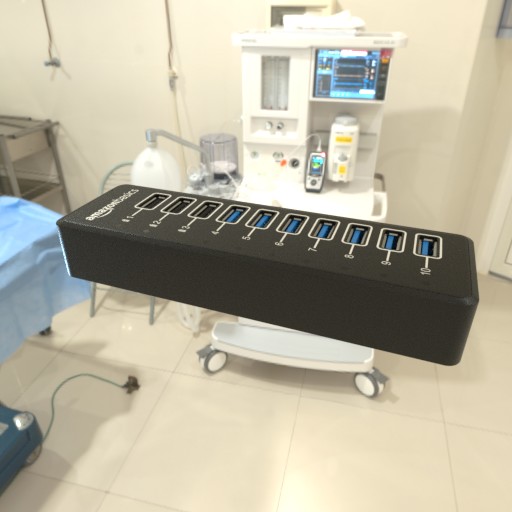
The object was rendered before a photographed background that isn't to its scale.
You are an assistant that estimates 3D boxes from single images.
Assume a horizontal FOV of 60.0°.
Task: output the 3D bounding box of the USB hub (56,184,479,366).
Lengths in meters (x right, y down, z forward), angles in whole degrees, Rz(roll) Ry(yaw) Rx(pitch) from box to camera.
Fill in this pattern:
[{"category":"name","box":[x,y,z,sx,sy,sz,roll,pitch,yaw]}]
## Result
[{"category":"USB hub","box":[0.000,0.000,0.164,0.145,0.023,0.044,11,32,18]}]
